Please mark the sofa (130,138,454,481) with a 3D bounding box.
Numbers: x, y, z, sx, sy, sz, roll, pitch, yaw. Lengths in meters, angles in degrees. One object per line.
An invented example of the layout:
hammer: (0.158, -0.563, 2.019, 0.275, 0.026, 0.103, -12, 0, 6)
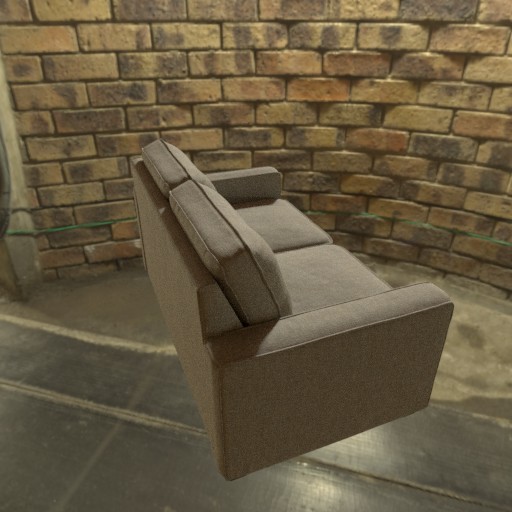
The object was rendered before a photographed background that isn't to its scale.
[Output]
sofa: (0.000, 0.000, 2.219, 0.945, 0.915, 1.706, -11, 32, -19)
